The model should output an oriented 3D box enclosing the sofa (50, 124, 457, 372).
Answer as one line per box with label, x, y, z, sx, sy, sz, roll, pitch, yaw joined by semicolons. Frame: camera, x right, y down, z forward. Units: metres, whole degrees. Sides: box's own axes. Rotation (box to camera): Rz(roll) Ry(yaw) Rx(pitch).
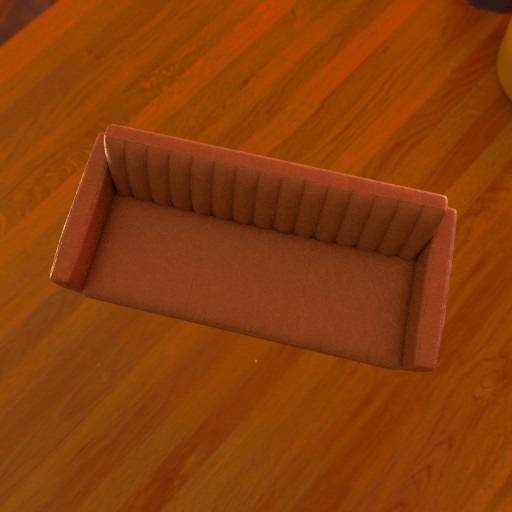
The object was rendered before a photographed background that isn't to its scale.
sofa;0.000;0.000;2.803;2.291;0.821;0.990;13;77;3
